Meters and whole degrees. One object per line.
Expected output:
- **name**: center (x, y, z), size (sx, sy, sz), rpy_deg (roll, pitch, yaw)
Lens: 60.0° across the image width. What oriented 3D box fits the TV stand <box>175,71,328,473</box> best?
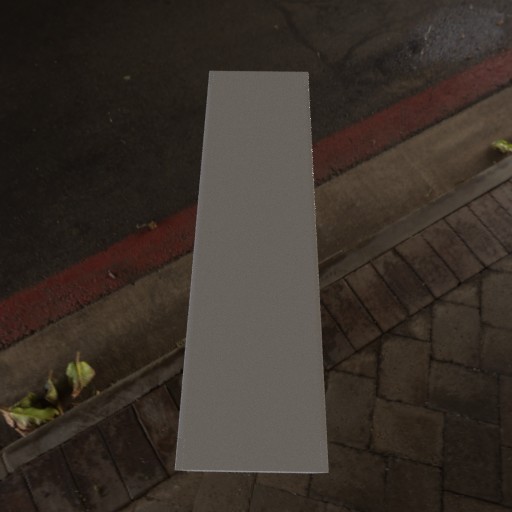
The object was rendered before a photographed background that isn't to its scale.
- **TV stand**: center (0.000, 0.000, 1.713), size (0.410, 0.440, 1.500), rpy_deg (1, 64, 0)
